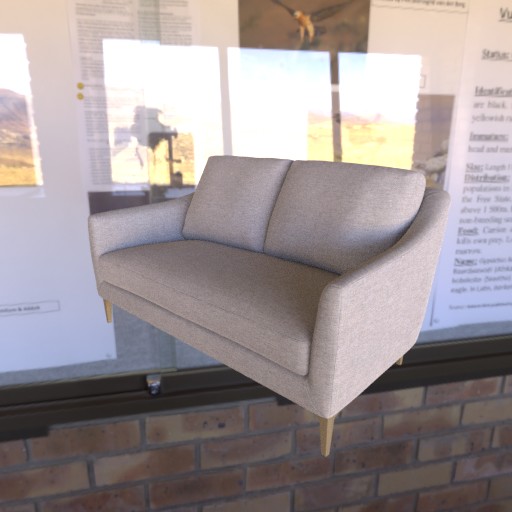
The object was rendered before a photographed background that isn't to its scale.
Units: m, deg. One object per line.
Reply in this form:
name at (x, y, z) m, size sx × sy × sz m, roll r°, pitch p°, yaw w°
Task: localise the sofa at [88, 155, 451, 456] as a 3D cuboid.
sofa at (0.000, 0.000, 2.139) m, size 0.960 × 0.904 × 1.619 m, roll -15°, pitch 21°, yaw -43°
